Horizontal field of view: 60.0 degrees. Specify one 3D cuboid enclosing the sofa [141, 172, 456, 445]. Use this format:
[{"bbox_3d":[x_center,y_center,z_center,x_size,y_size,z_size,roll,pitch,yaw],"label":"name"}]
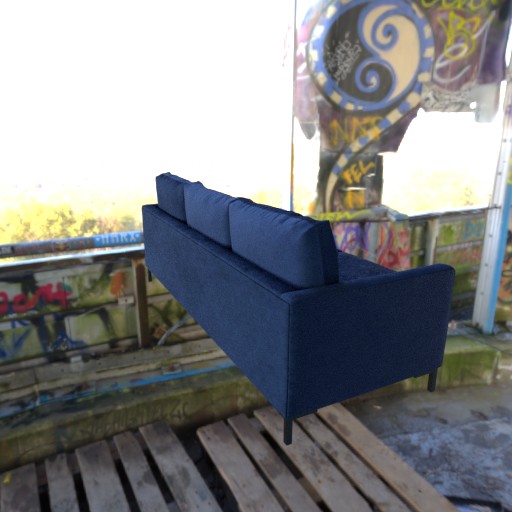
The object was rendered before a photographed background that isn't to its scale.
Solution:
[{"bbox_3d":[0.000,0.000,2.738,0.875,0.879,2.252,-8,18,-26],"label":"sofa"}]
